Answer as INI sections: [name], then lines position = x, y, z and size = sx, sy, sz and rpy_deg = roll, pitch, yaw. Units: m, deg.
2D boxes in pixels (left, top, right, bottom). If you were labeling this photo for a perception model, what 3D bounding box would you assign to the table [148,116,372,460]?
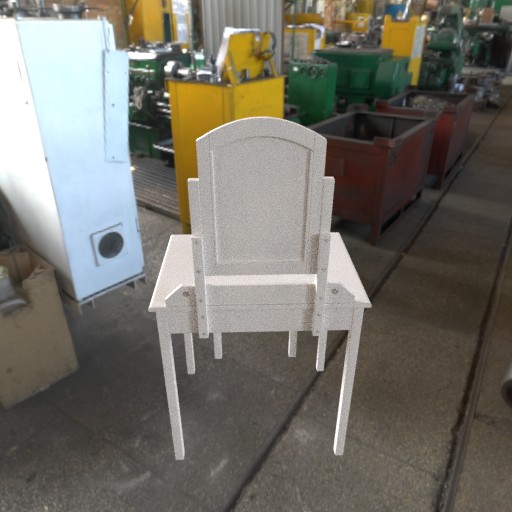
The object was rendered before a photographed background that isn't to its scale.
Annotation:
[table]
position = 0.000, 0.000, 2.288
size = 0.876, 1.631, 1.211
rpy_deg = -1, 29, -2
